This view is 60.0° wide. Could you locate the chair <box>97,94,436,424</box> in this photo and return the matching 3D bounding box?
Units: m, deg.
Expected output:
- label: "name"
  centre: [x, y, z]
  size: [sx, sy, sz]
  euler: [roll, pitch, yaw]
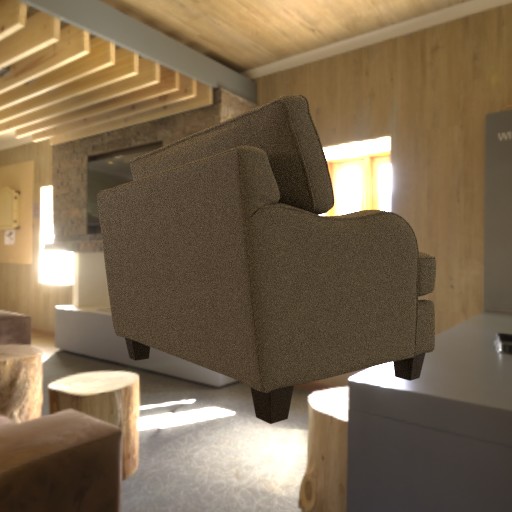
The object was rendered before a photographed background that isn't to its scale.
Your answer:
- label: "chair"
  centre: [0.000, 0.000, 1.999]
  size: [1.040, 1.016, 1.220]
  euler: [0, 0, -38]
